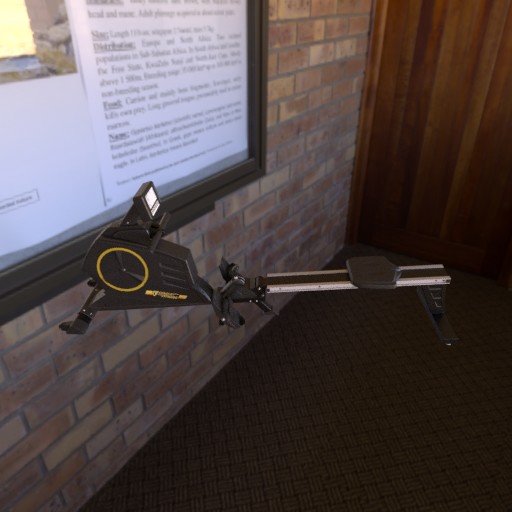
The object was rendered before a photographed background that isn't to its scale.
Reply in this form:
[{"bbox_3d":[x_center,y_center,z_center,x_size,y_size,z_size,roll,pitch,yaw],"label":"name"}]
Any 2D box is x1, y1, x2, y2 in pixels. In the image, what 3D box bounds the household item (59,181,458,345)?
[{"bbox_3d":[0.000,0.000,2.529,2.251,0.810,0.521,1,30,2],"label":"household item"}]
